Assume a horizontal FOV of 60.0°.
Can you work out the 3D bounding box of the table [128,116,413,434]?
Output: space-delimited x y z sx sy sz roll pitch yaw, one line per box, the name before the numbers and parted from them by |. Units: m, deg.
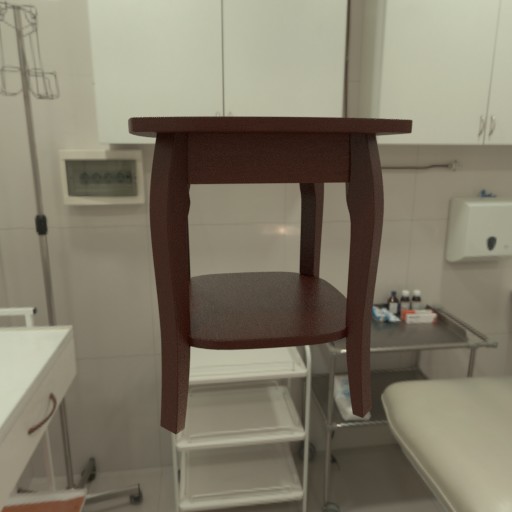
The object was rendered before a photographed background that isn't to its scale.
table | 0.000 0.000 0.876 0.433 0.496 0.502 -2 14 -8
